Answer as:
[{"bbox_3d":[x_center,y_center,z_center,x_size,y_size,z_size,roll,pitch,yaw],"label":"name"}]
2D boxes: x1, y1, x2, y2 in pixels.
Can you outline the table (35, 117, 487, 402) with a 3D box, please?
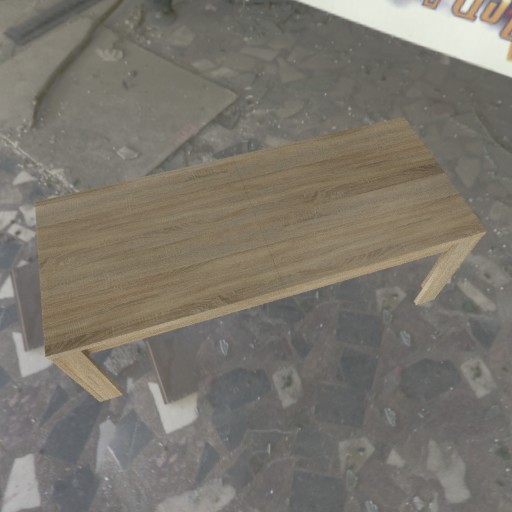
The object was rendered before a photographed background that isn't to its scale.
[{"bbox_3d":[0.000,0.000,2.656,2.200,0.790,0.900,-15,59,-9],"label":"table"}]
